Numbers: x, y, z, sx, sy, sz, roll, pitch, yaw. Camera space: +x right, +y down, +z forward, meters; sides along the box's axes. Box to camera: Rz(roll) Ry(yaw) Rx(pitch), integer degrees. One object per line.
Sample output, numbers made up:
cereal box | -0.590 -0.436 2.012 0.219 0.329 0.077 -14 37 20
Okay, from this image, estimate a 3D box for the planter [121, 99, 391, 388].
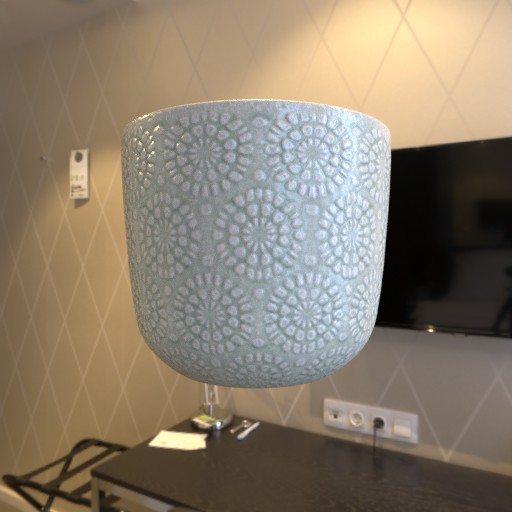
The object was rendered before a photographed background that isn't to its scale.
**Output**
planter | 0.000 0.000 0.213 0.124 0.109 0.124 0 1 0
